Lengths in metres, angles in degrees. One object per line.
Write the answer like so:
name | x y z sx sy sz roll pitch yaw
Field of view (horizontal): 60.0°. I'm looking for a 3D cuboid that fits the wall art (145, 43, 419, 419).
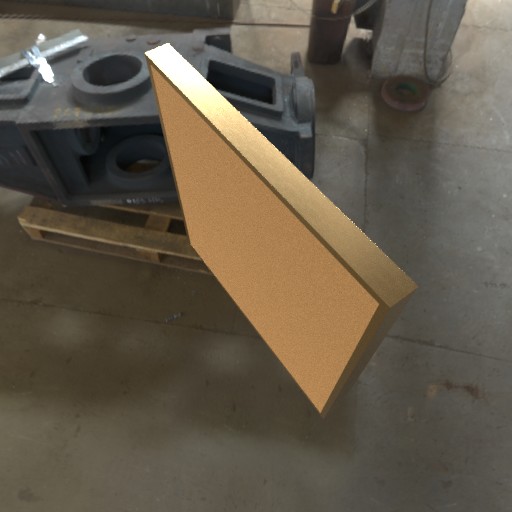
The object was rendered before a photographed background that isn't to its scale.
wall art | 0.000 0.000 0.767 0.040 0.509 0.509 -31 63 -18
